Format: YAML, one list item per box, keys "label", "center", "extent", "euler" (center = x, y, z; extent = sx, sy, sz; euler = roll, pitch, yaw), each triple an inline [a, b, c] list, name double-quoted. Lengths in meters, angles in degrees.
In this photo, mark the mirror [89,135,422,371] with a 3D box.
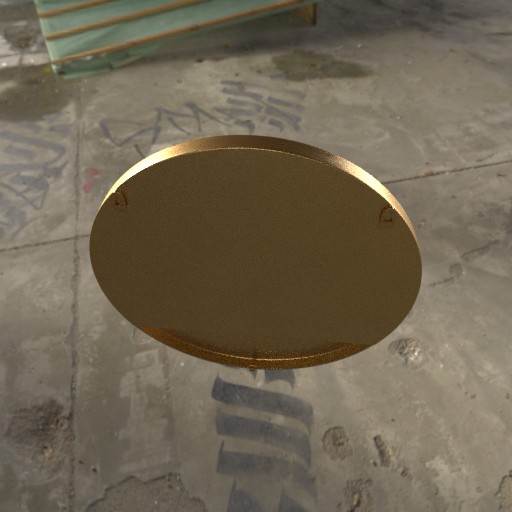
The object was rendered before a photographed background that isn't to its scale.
- label: "mirror"
  center: [0.000, 0.000, 0.671]
  extent: [0.457, 0.457, 0.133]
  euler: [4, 46, 4]
